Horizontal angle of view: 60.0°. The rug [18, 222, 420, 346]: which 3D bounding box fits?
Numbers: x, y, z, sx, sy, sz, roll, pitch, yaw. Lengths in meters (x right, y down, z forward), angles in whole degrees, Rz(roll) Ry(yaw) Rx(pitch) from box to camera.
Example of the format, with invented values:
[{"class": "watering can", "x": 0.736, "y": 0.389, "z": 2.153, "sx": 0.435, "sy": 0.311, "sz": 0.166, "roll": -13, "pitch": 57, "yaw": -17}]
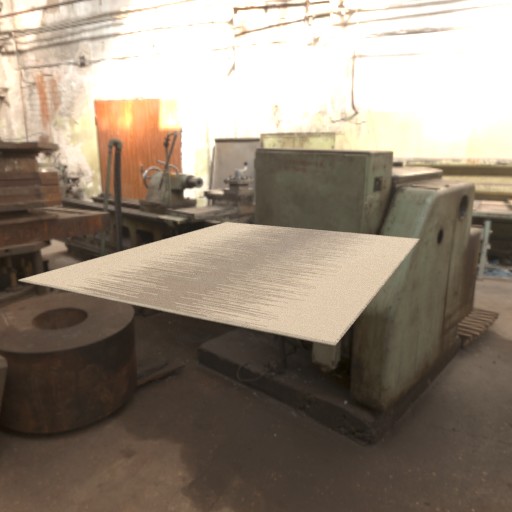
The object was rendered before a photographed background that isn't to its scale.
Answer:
[{"class": "rug", "x": 0.000, "y": 0.000, "z": 4.067, "sx": 2.453, "sy": 0.010, "sz": 3.037, "roll": 7, "pitch": 15, "yaw": 27}]
